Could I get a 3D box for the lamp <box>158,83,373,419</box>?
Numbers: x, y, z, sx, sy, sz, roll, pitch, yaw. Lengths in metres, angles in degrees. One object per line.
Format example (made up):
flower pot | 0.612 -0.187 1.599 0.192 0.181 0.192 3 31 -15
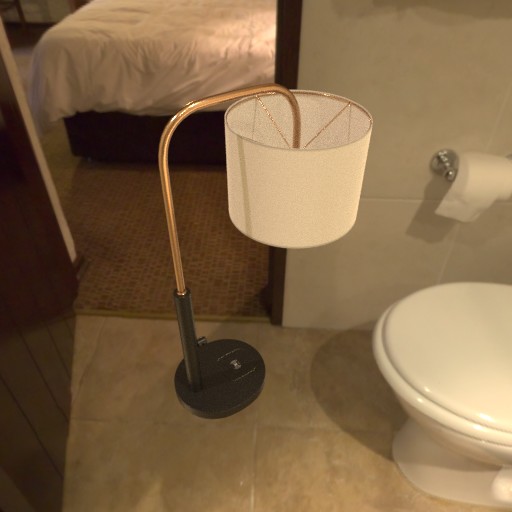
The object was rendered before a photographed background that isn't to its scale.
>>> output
lamp | 0.000 0.000 0.711 0.337 0.540 0.199 -24 45 -26
